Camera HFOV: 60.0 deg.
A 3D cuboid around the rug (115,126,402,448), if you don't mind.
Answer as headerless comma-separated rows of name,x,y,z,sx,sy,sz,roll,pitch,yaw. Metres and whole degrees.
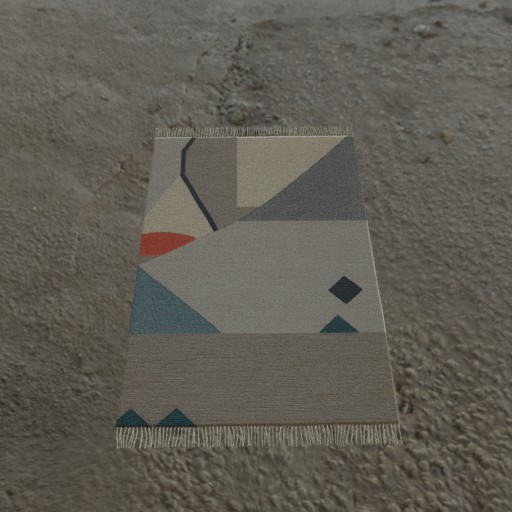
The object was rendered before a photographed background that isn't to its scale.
rug,0.000,0.000,2.296,1.220,0.005,1.828,-1,61,0
